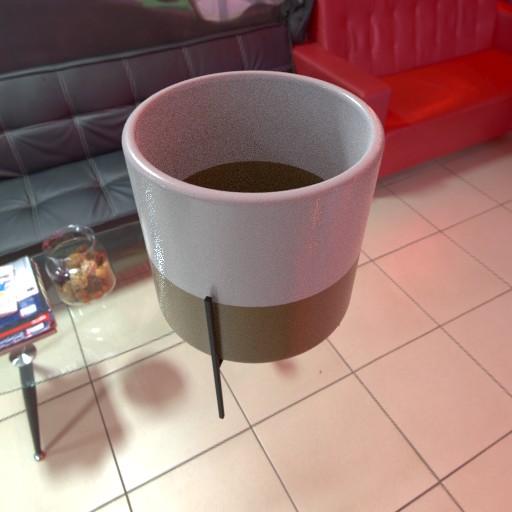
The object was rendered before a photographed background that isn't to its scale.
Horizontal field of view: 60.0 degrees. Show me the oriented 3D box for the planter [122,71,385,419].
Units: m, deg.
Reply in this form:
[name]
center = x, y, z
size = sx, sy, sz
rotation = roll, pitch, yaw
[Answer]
[planter]
center = 0.000, 0.000, 0.662
size = 0.310, 0.432, 0.310
rotation = 3, 45, 3
